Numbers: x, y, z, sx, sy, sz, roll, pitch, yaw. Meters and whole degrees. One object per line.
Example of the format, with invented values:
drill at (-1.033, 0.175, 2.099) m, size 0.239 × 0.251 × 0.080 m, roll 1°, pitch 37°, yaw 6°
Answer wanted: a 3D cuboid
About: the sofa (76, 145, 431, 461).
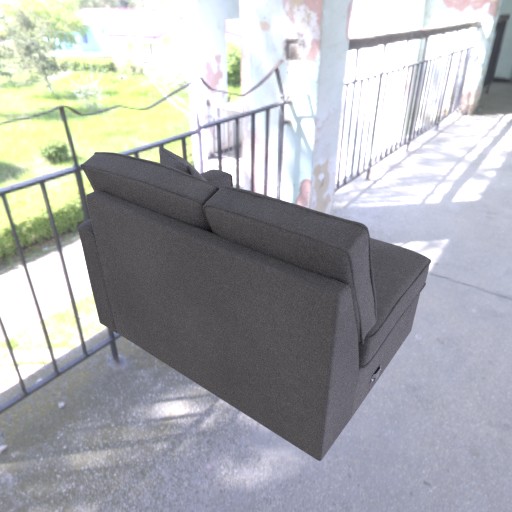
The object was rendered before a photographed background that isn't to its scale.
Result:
sofa at (0.000, 0.000, 2.111) m, size 1.388 × 0.989 × 0.991 m, roll 21°, pitch 37°, yaw 31°
